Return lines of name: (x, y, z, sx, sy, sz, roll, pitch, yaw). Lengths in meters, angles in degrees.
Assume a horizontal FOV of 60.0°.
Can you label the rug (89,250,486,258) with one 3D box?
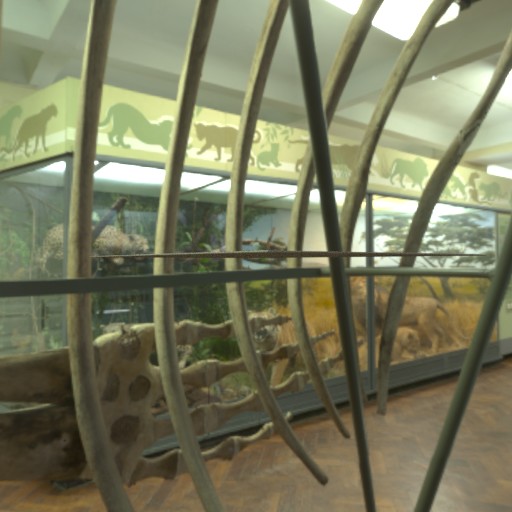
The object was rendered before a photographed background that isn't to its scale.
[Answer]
rug: (0.000, 0.000, 2.925, 1.522, 0.008, 2.284, 0, -1, -36)
